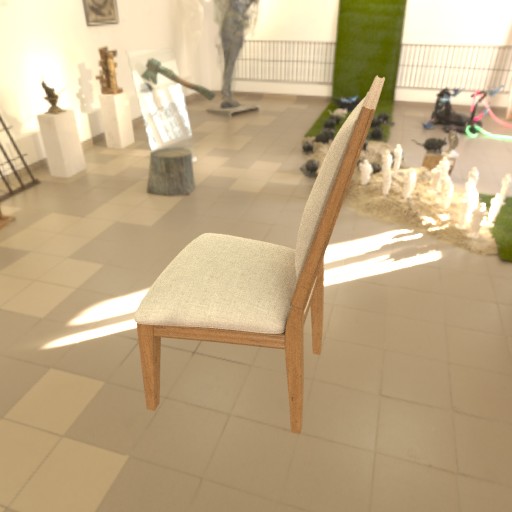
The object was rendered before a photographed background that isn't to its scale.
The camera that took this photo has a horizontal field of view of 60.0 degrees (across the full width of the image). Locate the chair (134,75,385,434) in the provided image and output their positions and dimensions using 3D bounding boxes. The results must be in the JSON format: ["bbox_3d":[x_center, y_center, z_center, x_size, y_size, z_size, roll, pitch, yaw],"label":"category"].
[{"bbox_3d":[0.000,0.000,1.340,0.601,0.988,0.536,9,31,14],"label":"chair"}]
